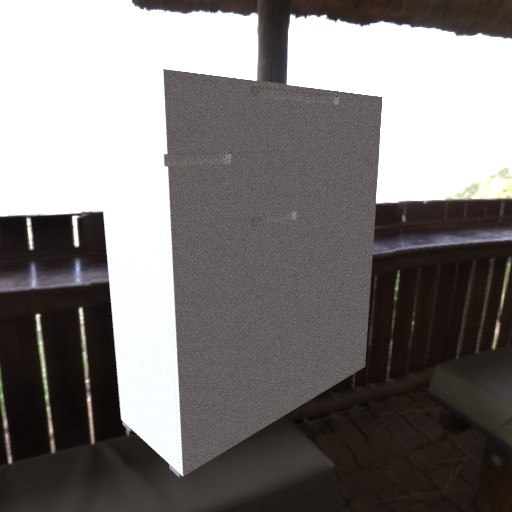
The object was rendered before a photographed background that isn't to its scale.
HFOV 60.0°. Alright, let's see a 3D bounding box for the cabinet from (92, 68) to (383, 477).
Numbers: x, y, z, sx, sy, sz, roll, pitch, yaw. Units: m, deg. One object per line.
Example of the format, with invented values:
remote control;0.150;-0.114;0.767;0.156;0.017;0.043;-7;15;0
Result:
cabinet;0.000;0.000;1.695;1.000;1.190;0.400;-13;20;-42
